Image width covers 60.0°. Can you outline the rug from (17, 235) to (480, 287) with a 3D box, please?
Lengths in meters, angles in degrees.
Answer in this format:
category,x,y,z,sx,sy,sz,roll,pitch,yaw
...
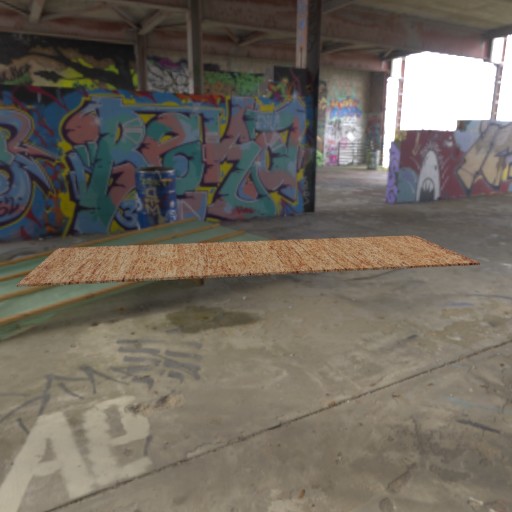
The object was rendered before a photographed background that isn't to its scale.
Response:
category,x,y,z,sx,sy,sz,roll,pitch,yaw
rug,0.000,0.000,2.437,2.237,0.014,0.680,-2,15,-9
